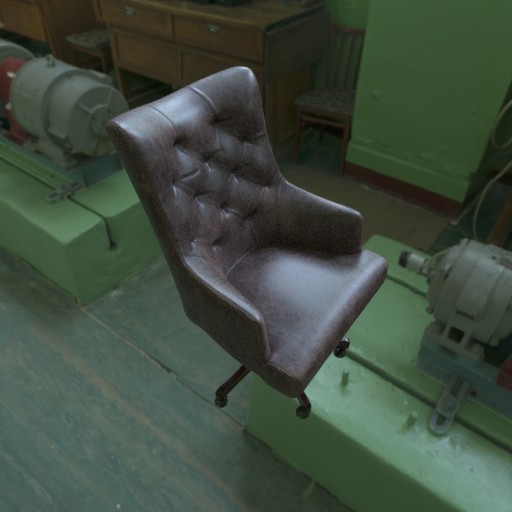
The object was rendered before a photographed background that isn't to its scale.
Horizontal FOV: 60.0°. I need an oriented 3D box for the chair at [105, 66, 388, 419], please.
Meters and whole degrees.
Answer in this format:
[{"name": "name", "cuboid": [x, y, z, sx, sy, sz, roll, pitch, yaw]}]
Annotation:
[{"name": "chair", "cuboid": [0.000, 0.000, 1.542, 0.762, 1.035, 0.641, 26, 47, 26]}]
